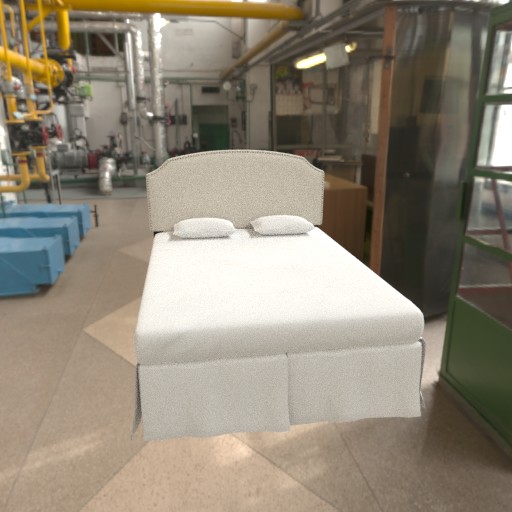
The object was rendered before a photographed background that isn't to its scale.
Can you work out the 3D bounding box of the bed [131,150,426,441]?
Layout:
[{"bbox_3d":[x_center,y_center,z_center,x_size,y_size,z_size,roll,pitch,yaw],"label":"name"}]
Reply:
[{"bbox_3d":[0.000,0.000,2.999,1.558,1.270,1.999,-3,18,-9],"label":"bed"}]
